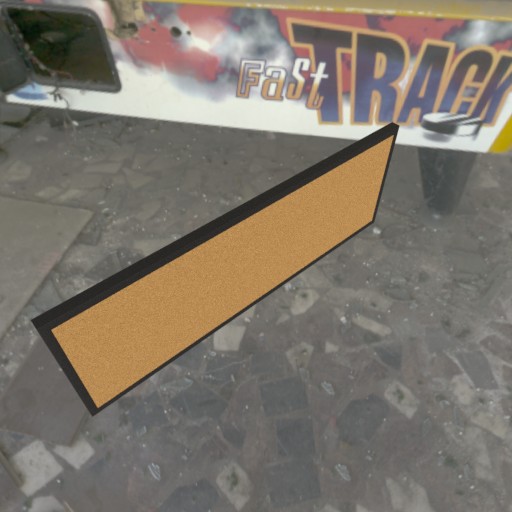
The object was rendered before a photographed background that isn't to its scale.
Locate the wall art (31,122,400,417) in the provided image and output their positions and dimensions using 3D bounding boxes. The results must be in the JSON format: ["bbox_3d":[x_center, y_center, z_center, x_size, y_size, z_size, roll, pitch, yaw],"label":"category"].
[{"bbox_3d":[0.000,0.000,1.739,1.572,0.554,0.041,-32,55,-27],"label":"wall art"}]
